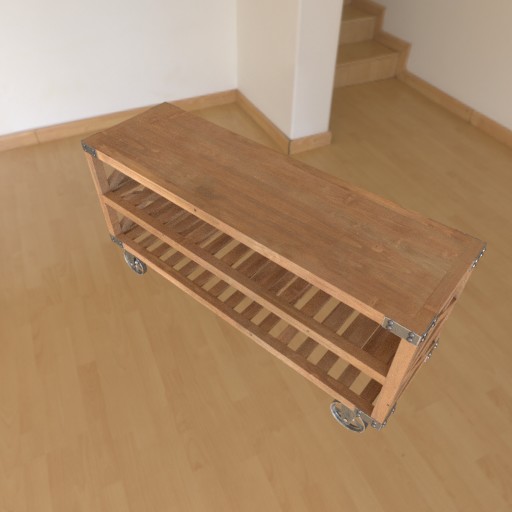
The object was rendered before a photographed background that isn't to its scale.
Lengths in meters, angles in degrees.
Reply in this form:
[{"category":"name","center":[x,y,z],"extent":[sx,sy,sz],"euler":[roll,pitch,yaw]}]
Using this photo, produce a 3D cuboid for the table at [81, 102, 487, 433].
[{"category":"table","center":[0.000,0.000,1.825],"extent":[1.487,0.711,0.467],"euler":[31,52,27]}]
